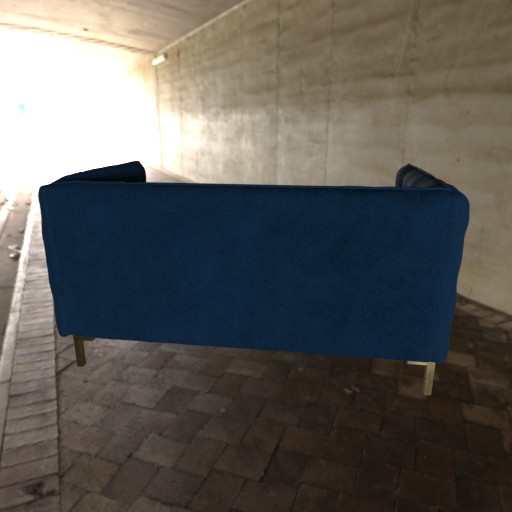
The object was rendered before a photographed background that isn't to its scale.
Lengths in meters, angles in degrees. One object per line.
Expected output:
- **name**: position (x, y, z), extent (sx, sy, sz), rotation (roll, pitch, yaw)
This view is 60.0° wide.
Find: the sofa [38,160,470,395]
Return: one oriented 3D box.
- **sofa**: position (0.000, 0.000, 2.082), extent (1.583, 0.810, 0.909), rotation (2, 17, 8)
